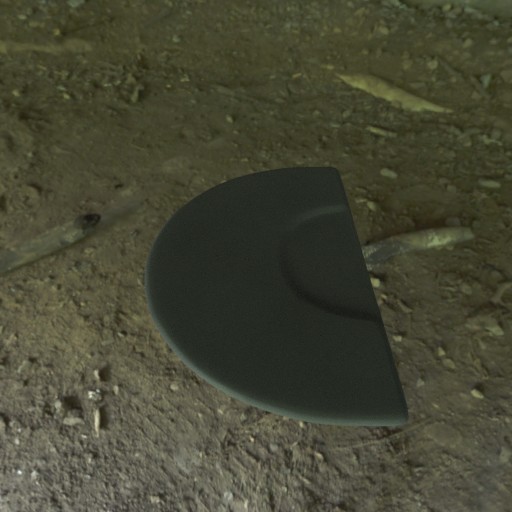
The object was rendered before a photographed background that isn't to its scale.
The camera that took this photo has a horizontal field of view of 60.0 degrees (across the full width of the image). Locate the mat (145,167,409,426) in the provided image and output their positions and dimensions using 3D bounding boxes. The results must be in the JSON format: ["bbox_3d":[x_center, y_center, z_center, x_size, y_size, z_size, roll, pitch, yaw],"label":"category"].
[{"bbox_3d":[0.000,0.000,1.874,0.917,0.022,1.525,0,40,0],"label":"mat"}]
